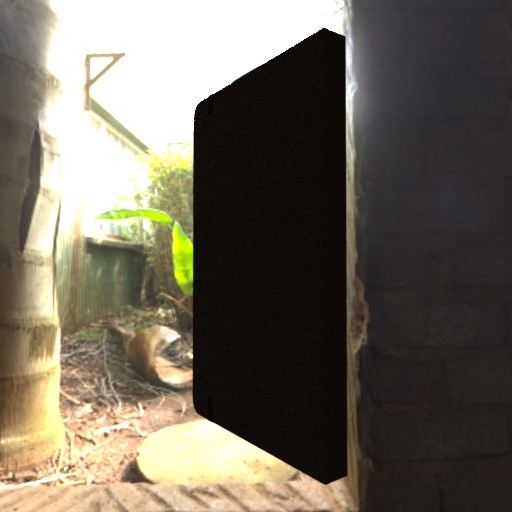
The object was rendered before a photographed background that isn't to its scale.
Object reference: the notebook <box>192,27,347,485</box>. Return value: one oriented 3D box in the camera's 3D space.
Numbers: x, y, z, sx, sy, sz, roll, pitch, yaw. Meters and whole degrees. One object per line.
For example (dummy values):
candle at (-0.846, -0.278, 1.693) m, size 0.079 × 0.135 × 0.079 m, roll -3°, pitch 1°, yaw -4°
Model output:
notebook at (0.000, 0.000, 0.260) m, size 0.016 × 0.213 × 0.127 m, roll 1°, pitch -1°, yaw -37°
